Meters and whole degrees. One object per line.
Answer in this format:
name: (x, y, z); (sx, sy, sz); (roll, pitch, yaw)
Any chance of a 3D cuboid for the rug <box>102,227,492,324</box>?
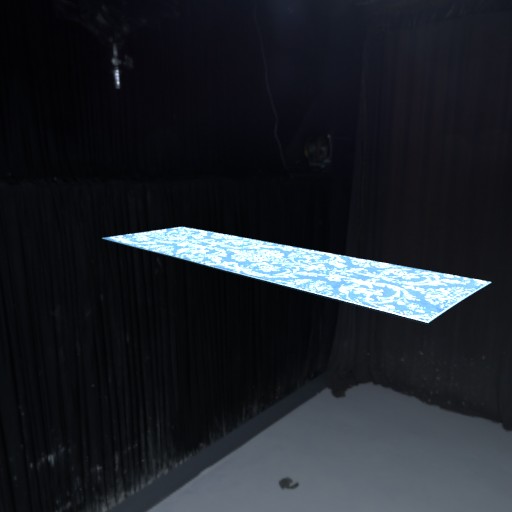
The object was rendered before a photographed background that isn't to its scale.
rug: (0.000, 0.000, 2.425); (2.196, 0.011, 0.662); (12, 18, 42)
